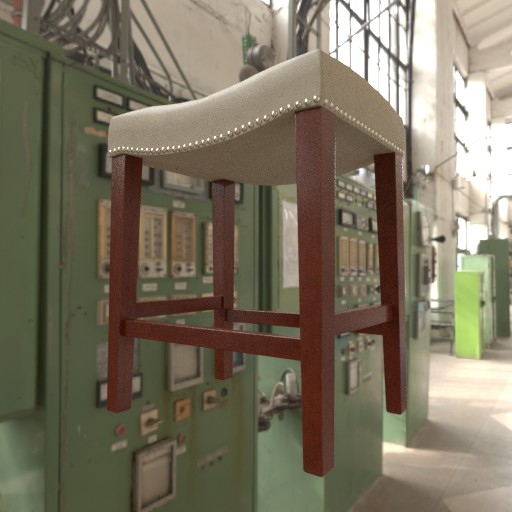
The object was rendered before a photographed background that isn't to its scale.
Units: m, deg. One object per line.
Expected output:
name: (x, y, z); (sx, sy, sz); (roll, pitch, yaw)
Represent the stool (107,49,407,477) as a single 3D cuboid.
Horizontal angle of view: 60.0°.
stool: (0.000, 0.000, 0.915); (0.509, 0.632, 0.375); (-1, -2, 36)
